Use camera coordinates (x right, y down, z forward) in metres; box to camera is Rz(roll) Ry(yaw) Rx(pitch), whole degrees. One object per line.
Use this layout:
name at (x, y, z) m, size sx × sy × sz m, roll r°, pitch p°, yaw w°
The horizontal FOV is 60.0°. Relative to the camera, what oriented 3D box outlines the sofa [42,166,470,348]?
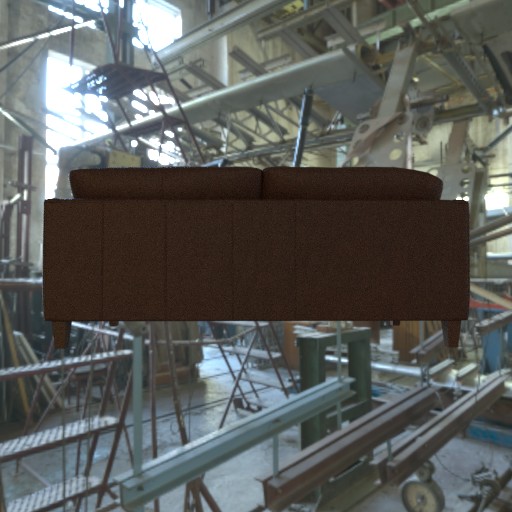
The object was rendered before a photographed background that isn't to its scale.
sofa at (0.000, 0.000, 2.463) m, size 1.971 × 0.863 × 0.923 m, roll 0°, pitch -2°, yaw -1°
